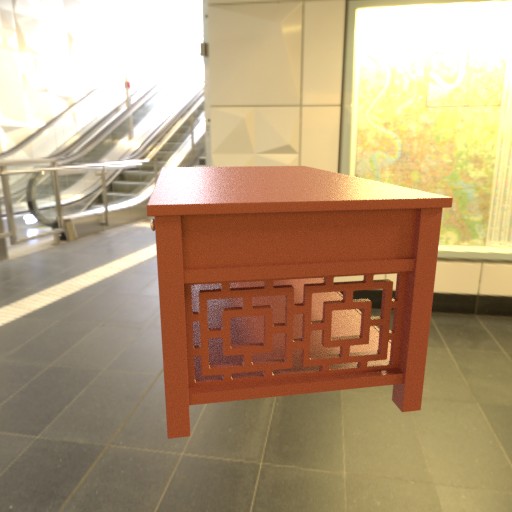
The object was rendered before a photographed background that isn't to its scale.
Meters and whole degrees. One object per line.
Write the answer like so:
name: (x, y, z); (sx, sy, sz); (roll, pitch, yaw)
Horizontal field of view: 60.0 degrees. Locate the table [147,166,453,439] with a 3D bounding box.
table: (0.000, 0.000, 1.408); (0.612, 0.493, 1.068); (-3, 15, -10)
